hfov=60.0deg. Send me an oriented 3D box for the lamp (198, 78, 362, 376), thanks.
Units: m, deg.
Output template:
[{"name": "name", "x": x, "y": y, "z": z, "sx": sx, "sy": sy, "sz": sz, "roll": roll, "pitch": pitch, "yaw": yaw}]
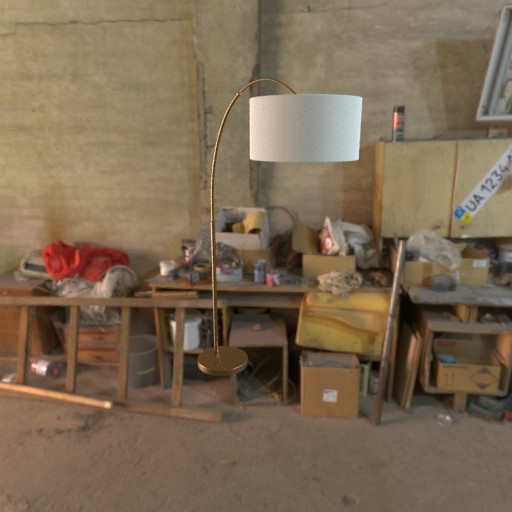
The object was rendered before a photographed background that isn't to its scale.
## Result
[{"name": "lamp", "x": 0.000, "y": 0.000, "z": 2.594, "sx": 0.493, "sy": 1.927, "sz": 1.434, "roll": -8, "pitch": 18, "yaw": -27}]
